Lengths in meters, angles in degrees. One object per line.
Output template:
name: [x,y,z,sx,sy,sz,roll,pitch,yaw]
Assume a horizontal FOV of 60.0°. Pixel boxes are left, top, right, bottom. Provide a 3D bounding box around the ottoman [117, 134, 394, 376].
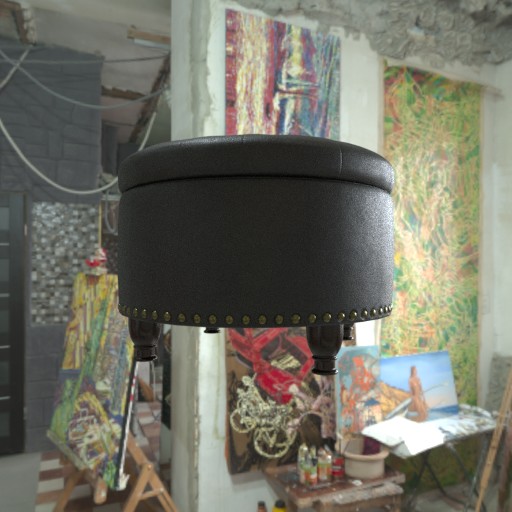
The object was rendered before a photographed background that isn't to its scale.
ottoman: [0.000,0.000,1.068,0.637,0.442,0.637,0,-1,0]
